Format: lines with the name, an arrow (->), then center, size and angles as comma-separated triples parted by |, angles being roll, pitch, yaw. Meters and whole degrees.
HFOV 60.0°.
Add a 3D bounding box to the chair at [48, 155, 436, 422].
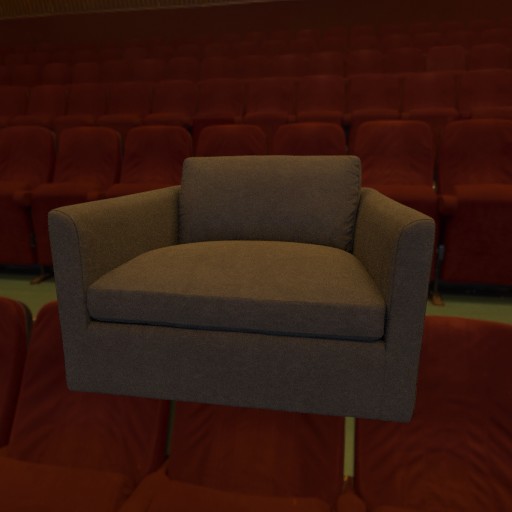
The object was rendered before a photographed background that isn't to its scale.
chair -> 0.000, 0.000, 1.870 | 1.190, 0.845, 1.091 | 2, 14, 9
